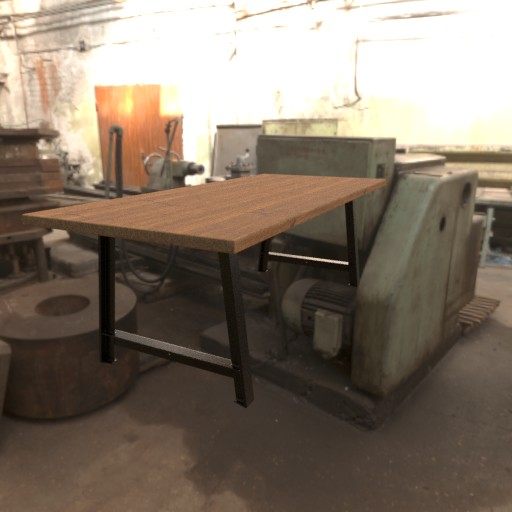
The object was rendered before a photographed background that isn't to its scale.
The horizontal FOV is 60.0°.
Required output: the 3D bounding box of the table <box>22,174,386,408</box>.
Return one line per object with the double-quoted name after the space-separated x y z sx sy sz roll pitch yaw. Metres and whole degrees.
0.000 0.000 2.614 1.000 0.757 2.200 8 17 27 "table"
